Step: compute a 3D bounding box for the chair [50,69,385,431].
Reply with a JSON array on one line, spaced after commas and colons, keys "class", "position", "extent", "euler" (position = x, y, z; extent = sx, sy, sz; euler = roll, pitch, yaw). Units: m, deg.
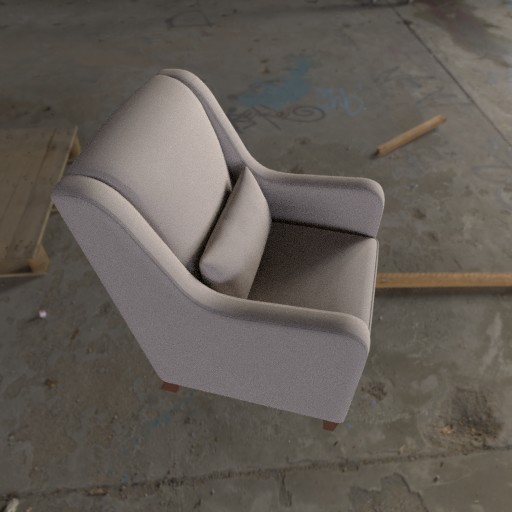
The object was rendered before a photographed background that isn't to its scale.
[{"class": "chair", "position": [0.000, 0.000, 1.566], "extent": [0.863, 1.010, 0.715], "euler": [11, 48, 10]}]
